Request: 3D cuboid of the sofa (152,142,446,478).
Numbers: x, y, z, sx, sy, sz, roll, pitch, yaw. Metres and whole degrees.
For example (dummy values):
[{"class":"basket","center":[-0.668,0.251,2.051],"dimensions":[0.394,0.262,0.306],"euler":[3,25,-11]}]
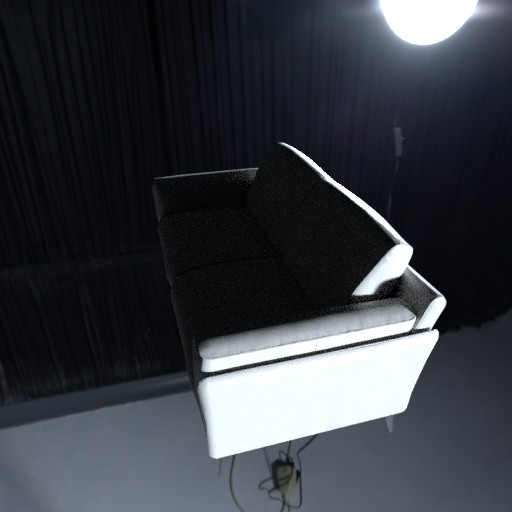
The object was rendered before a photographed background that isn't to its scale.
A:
[{"class":"sofa","center":[0.000,0.000,2.632],"dimensions":[1.049,0.930,2.101],"euler":[-8,31,-14]}]
